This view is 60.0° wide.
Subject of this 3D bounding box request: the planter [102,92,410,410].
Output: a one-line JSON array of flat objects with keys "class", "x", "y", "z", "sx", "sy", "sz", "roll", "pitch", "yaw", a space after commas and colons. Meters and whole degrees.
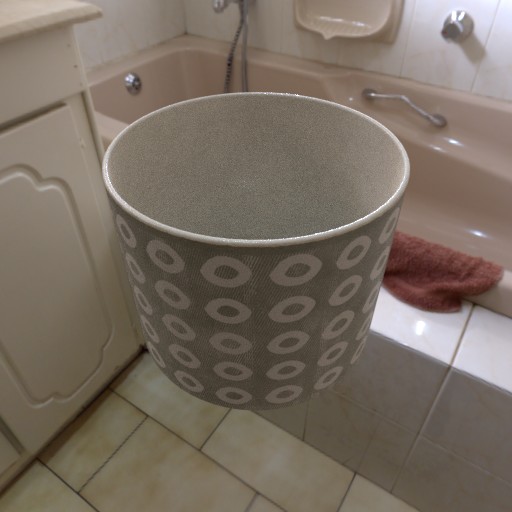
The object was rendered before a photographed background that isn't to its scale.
[{"class": "planter", "x": 0.000, "y": 0.000, "z": 0.341, "sx": 0.190, "sy": 0.181, "sz": 0.190, "roll": 0, "pitch": 41, "yaw": 0}]
